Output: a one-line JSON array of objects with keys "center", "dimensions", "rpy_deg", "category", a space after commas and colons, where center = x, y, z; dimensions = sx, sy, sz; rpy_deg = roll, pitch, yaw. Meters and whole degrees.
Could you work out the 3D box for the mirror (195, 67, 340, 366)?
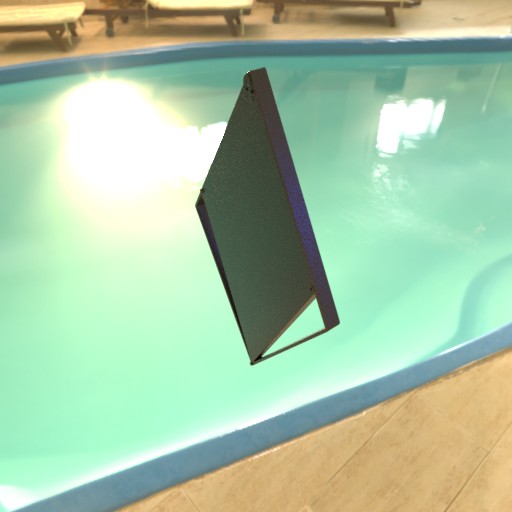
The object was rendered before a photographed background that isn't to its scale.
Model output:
[{"center": [0.000, 0.000, 0.829], "dimensions": [0.032, 0.679, 0.419], "rpy_deg": [-25, 47, -26], "category": "mirror"}]
